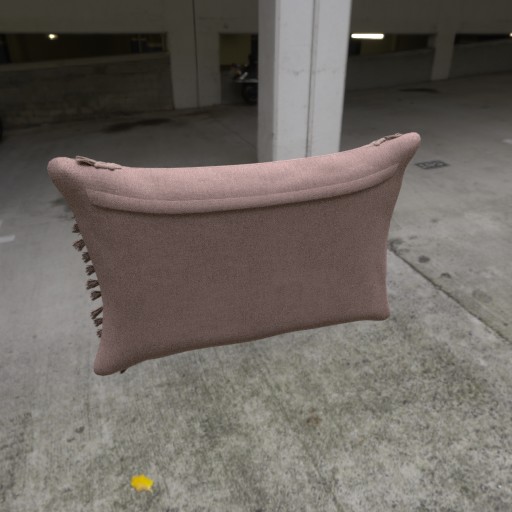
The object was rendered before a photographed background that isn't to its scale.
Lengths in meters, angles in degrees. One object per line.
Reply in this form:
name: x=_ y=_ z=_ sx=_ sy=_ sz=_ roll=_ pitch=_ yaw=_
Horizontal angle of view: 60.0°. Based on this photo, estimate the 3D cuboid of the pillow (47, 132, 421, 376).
pillow: x=0.000 y=0.000 z=0.599 sx=0.466 sy=0.305 sz=0.084 roll=-8 pitch=28 yaw=-16
